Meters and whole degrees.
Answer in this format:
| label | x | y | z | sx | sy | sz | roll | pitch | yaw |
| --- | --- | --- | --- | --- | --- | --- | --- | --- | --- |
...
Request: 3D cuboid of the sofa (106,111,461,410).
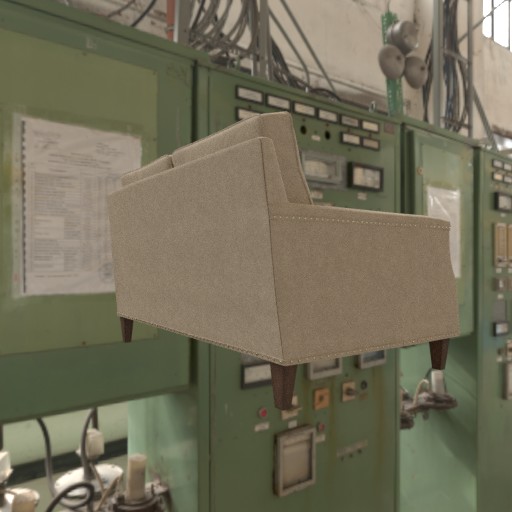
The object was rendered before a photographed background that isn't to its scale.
| label | x | y | z | sx | sy | sz | roll | pitch | yaw |
| --- | --- | --- | --- | --- | --- | --- | --- | --- | --- |
| sofa | 0.000 | 0.000 | 2.259 | 1.084 | 1.002 | 1.597 | 0 | -1 | -36 |
